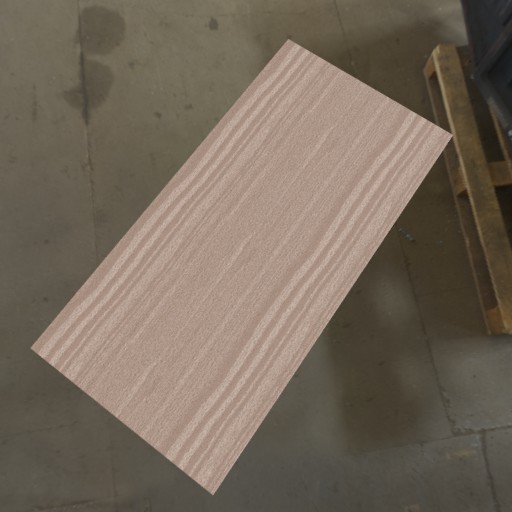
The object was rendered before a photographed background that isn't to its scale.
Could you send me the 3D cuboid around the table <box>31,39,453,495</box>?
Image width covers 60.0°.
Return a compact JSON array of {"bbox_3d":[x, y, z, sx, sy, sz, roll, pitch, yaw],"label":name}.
[{"bbox_3d":[0.000,0.000,1.463,0.600,0.450,1.200,34,77,9],"label":"table"}]
